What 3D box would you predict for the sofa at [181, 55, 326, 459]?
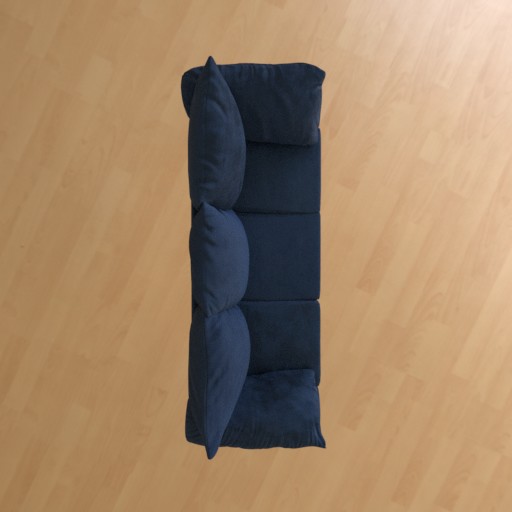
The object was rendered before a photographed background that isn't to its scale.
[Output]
[{"bbox_3d":[0.000,0.000,2.890,0.907,1.091,2.390,0,91,-1],"label":"sofa"}]
